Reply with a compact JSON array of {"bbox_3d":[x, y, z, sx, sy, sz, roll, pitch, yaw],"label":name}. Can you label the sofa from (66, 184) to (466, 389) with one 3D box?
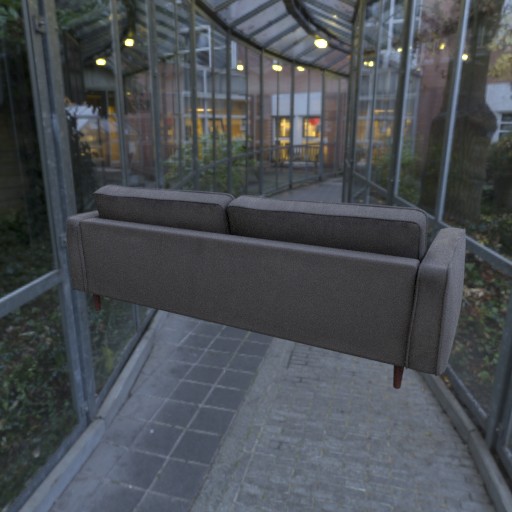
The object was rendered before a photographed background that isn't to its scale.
[{"bbox_3d":[0.000,0.000,2.688,2.295,0.813,0.923,8,18,27],"label":"sofa"}]
